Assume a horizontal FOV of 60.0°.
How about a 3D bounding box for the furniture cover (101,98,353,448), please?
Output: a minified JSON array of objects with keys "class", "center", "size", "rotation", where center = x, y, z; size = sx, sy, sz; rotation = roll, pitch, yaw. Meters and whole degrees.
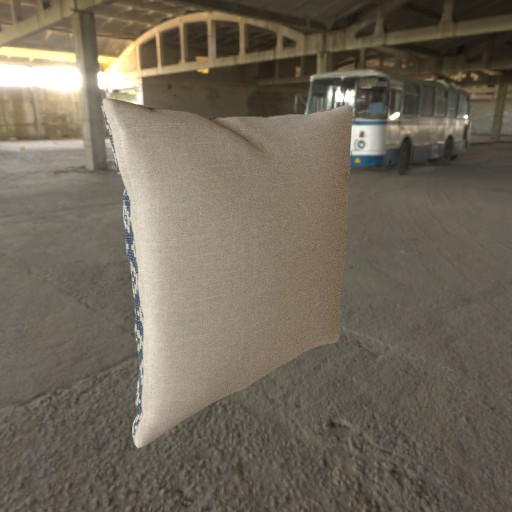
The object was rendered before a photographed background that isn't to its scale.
[{"class":"furniture cover","center":[0.000,0.000,0.655],"size":[0.431,0.431,0.139],"rotation":[-16,23,-41]}]
